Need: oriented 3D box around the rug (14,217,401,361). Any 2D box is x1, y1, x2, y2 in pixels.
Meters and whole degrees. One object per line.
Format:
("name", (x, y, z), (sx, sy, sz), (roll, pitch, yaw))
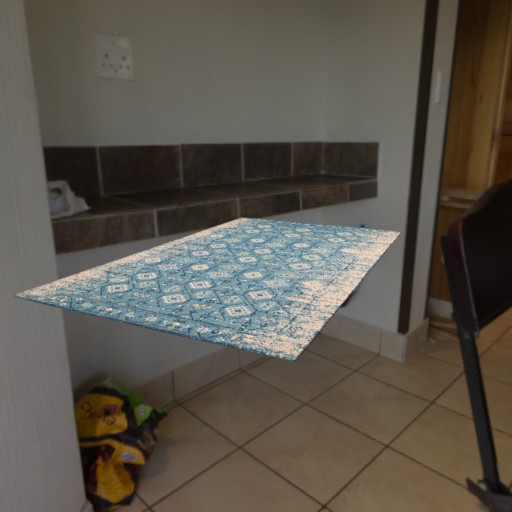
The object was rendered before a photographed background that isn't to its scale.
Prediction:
("rug", (0.000, 0.000, 2.153), (1.102, 0.008, 1.795), (7, 17, 25))
